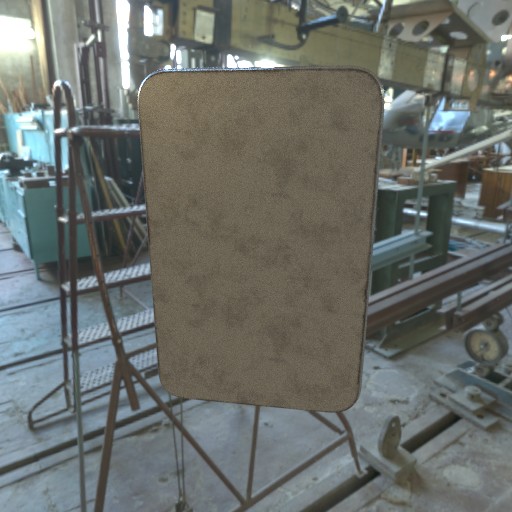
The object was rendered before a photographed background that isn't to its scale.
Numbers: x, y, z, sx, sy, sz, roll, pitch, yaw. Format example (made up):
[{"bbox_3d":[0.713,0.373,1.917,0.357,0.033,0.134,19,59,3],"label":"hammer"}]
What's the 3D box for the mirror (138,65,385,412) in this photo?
[{"bbox_3d":[0.000,0.000,0.903,0.461,0.713,0.024,3,18,8],"label":"mirror"}]
